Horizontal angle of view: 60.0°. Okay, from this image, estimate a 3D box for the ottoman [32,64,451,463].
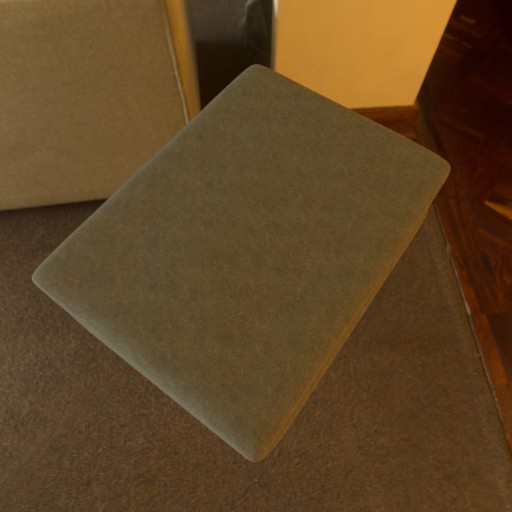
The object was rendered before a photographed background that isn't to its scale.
[{"bbox_3d":[0.000,0.000,1.208,0.639,0.464,0.839,33,68,15],"label":"ottoman"}]
